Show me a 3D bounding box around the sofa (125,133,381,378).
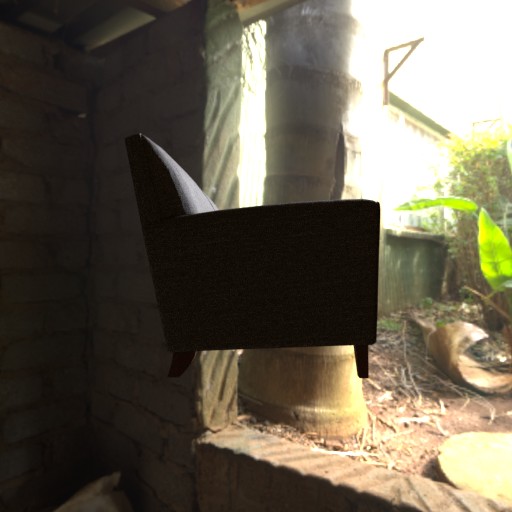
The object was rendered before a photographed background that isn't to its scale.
[{"bbox_3d":[0.000,0.000,2.457,0.875,0.846,1.976,0,0,1],"label":"sofa"}]
